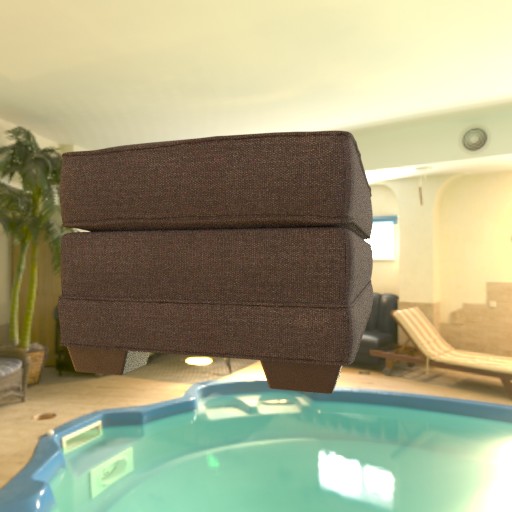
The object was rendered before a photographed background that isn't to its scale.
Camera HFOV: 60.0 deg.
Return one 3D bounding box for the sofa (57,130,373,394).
[{"bbox_3d":[0.000,0.000,1.178,0.578,0.457,0.854,0,0,17],"label":"sofa"}]
